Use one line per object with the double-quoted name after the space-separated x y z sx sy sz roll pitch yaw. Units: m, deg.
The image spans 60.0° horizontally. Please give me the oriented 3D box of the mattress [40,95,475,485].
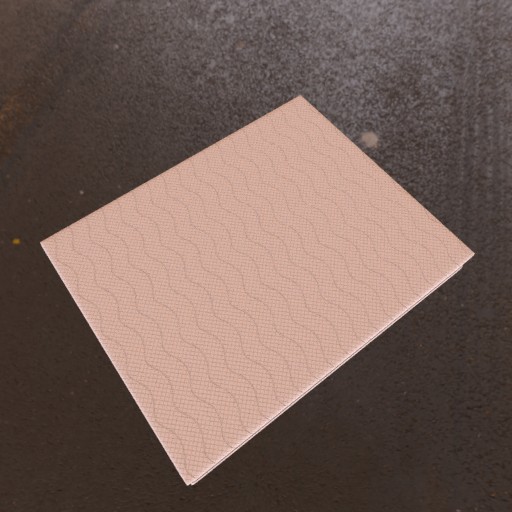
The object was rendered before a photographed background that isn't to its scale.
0.000 0.000 2.692 2.000 0.230 1.600 -34 68 -16 "mattress"
